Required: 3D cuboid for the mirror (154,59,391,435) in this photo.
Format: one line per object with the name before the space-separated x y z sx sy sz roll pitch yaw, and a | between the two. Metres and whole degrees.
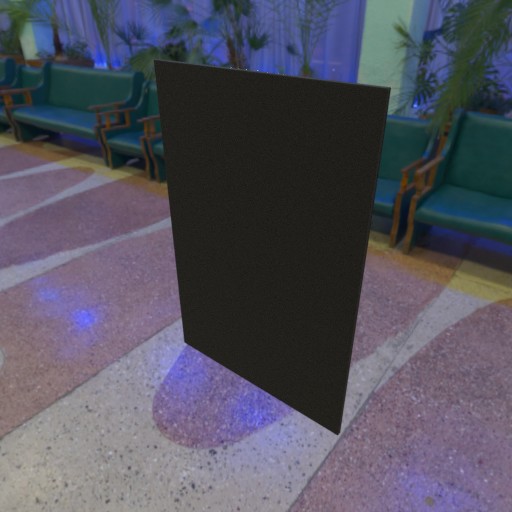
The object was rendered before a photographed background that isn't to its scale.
mirror | 0.000 0.000 1.171 0.613 0.914 0.039 22 37 32
